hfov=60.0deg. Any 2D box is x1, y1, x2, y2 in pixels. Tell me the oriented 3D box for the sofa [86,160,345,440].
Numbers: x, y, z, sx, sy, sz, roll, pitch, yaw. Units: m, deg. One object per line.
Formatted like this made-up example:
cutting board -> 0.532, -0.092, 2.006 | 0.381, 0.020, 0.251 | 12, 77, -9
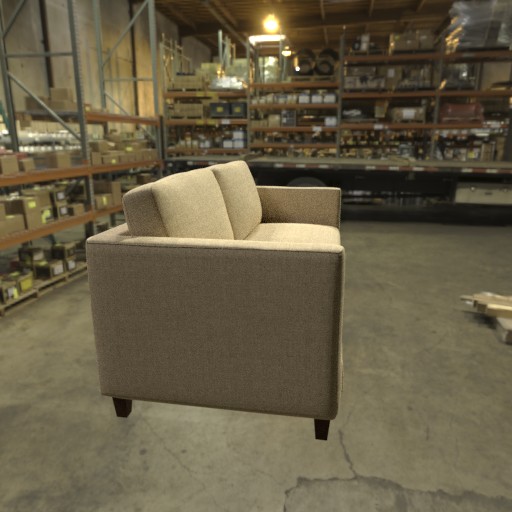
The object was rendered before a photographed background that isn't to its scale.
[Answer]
sofa -> 0.000, 0.000, 2.444 | 0.950, 0.963, 1.884 | 3, 15, 10
